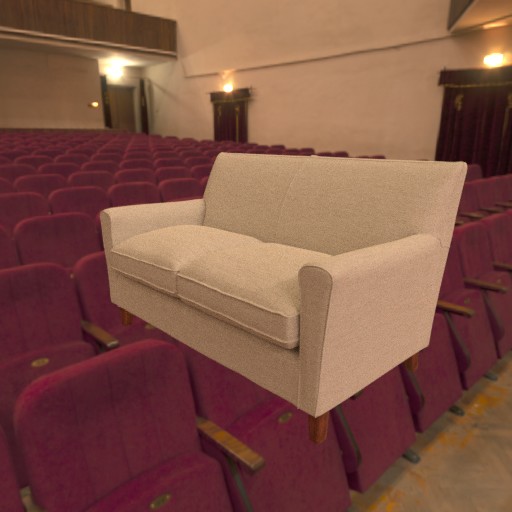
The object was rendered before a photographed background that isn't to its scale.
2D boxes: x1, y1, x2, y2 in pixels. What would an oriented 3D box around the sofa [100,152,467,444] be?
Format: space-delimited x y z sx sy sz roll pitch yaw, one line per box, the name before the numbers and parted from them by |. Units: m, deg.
sofa | 0.000 0.000 2.062 0.891 0.892 1.482 -14 20 -42
